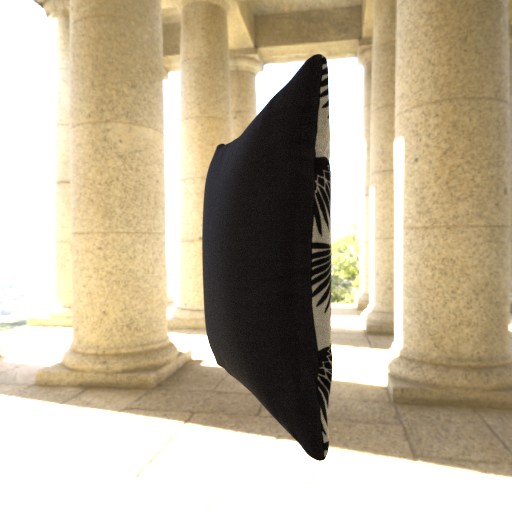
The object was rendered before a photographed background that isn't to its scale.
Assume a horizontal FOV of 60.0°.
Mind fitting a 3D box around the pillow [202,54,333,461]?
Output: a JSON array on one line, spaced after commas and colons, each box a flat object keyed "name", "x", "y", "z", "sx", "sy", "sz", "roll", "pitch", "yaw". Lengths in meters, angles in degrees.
[{"name": "pillow", "x": 0.000, "y": 0.000, "z": 0.668, "sx": 0.139, "sy": 0.432, "sz": 0.432, "roll": 0, "pitch": 1, "yaw": -19}]
